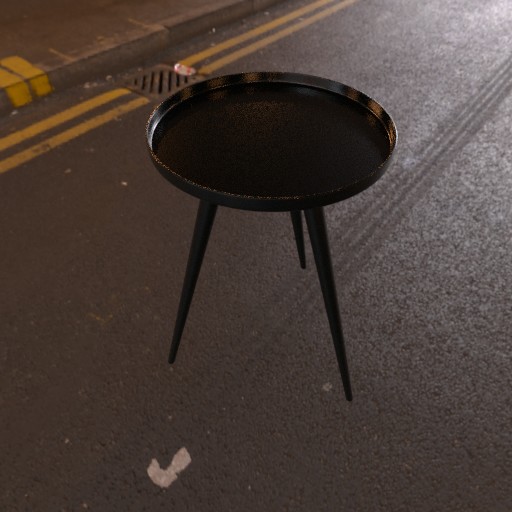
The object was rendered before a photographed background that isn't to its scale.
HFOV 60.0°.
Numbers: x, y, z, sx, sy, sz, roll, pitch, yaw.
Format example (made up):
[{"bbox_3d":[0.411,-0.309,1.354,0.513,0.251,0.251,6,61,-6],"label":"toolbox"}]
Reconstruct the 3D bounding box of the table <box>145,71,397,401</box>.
[{"bbox_3d":[0.000,0.000,0.849,0.415,0.548,0.403,-9,46,-9],"label":"table"}]
